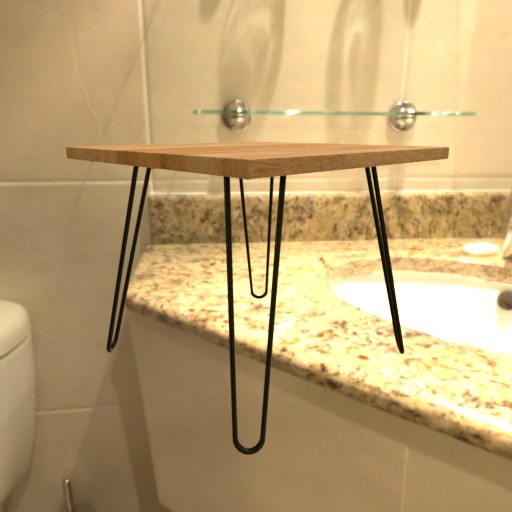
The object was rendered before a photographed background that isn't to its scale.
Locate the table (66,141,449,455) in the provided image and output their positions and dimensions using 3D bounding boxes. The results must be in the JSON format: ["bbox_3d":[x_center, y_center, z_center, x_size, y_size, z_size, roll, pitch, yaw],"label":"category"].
[{"bbox_3d":[0.000,0.000,1.044,0.599,0.500,0.599,-15,22,-42],"label":"table"}]
